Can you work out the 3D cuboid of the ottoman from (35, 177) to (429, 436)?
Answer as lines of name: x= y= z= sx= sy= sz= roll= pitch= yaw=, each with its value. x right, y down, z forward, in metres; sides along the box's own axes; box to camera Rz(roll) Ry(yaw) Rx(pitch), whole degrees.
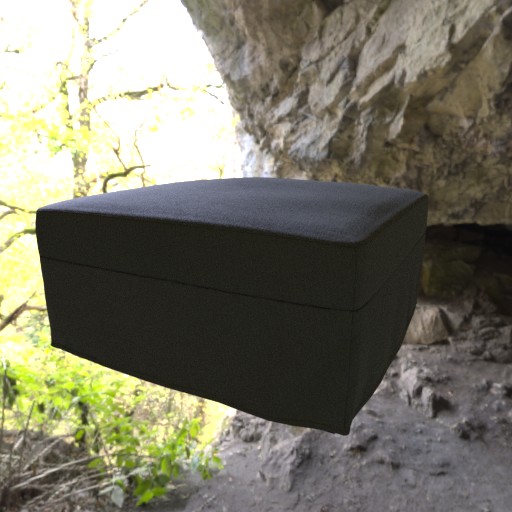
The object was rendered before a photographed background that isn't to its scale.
ottoman: x=0.000 y=0.000 z=1.291 sx=0.842 sy=0.441 sz=0.843 roll=8 pitch=16 yaw=27
